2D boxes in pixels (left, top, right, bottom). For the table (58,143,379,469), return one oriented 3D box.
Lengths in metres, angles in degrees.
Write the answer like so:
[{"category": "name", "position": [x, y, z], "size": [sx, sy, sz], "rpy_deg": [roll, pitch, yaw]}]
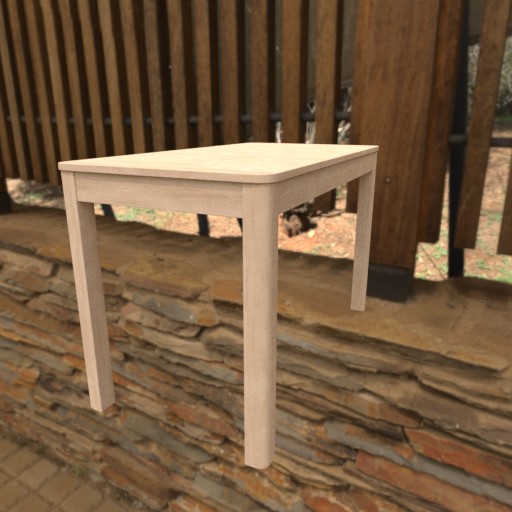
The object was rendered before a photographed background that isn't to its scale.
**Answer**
[{"category": "table", "position": [0.000, 0.000, 1.969], "size": [0.750, 0.900, 1.400], "rpy_deg": [8, 19, 25]}]
